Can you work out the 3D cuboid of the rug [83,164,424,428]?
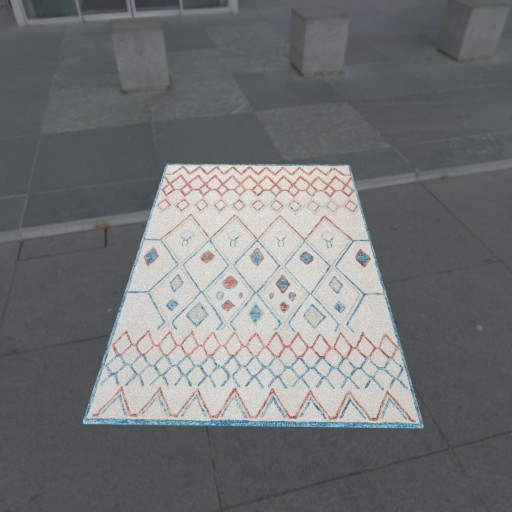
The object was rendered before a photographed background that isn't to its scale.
[{"bbox_3d":[0.000,0.000,2.265,1.219,0.016,1.829,1,42,1],"label":"rug"}]
